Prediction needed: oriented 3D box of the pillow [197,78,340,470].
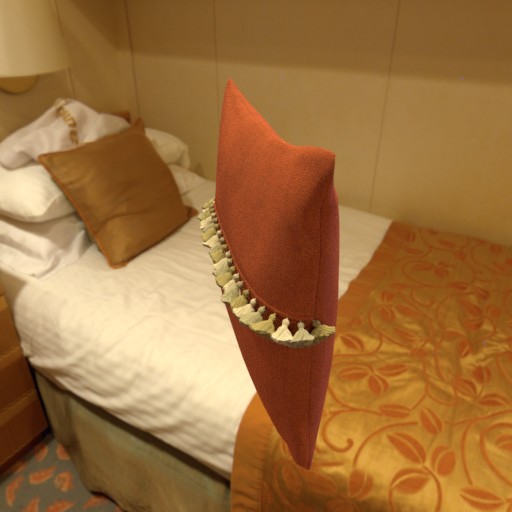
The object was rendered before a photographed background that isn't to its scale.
[{"bbox_3d":[0.000,0.000,0.732,0.165,0.482,0.490,-8,32,-13],"label":"pillow"}]
